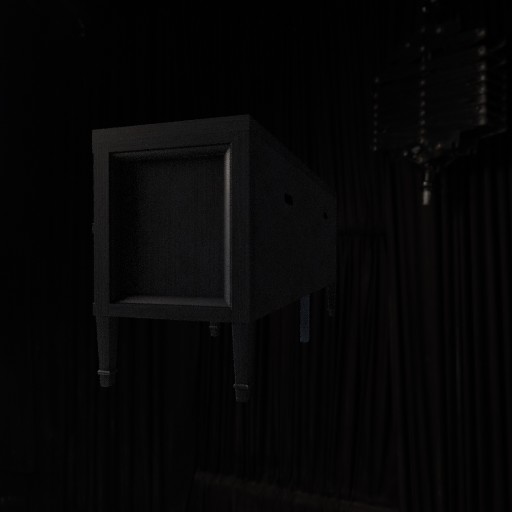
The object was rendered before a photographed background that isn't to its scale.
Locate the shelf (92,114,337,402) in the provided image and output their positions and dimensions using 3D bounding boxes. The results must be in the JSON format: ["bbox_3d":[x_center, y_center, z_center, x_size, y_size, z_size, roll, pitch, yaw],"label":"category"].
[{"bbox_3d":[0.000,0.000,1.917,0.479,0.719,1.575,0,1,18],"label":"shelf"}]
